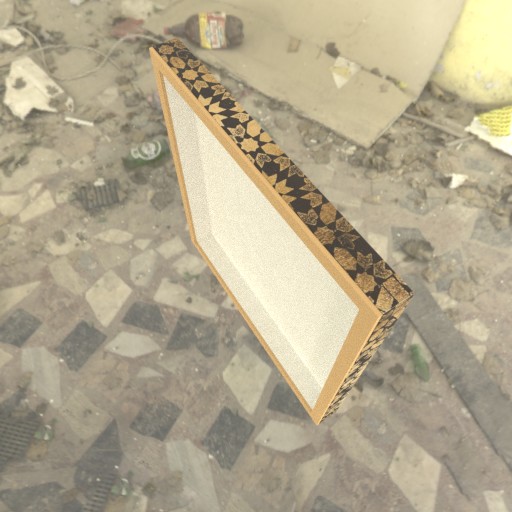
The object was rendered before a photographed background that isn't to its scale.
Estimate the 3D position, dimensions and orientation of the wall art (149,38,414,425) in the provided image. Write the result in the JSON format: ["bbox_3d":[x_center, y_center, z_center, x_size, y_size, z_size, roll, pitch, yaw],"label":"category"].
[{"bbox_3d":[0.000,0.000,0.604,0.038,0.405,0.405,-29,62,-17],"label":"wall art"}]
